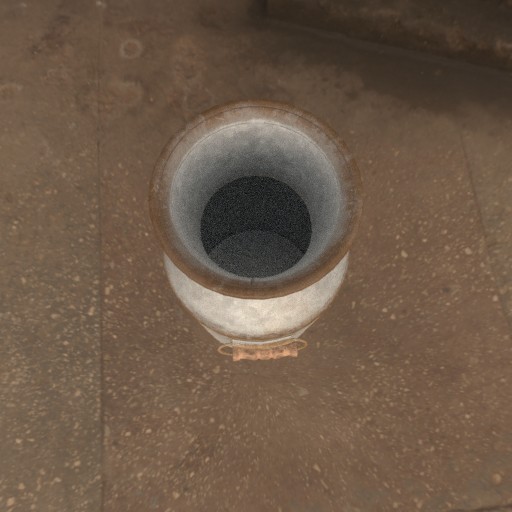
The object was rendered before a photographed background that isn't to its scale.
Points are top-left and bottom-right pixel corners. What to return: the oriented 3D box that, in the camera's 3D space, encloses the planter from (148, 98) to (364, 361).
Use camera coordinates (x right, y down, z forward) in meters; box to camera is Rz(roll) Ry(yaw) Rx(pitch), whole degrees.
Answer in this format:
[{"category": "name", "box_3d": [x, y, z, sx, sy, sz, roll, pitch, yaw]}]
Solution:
[{"category": "planter", "box_3d": [0.000, 0.000, 0.540, 0.214, 0.396, 0.245, -4, 75, -1]}]
